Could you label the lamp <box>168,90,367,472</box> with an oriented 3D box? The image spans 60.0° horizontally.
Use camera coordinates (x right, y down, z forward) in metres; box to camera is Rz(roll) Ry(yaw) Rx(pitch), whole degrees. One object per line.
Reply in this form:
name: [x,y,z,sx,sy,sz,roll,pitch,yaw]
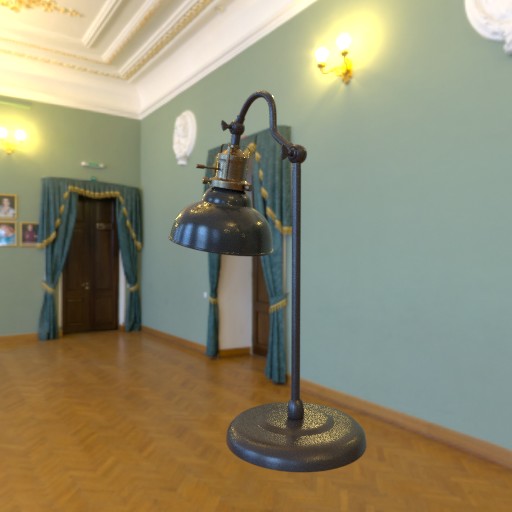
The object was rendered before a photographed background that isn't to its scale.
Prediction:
lamp: [0.000,0.000,0.688,0.192,0.508,0.374,0,0,-37]
